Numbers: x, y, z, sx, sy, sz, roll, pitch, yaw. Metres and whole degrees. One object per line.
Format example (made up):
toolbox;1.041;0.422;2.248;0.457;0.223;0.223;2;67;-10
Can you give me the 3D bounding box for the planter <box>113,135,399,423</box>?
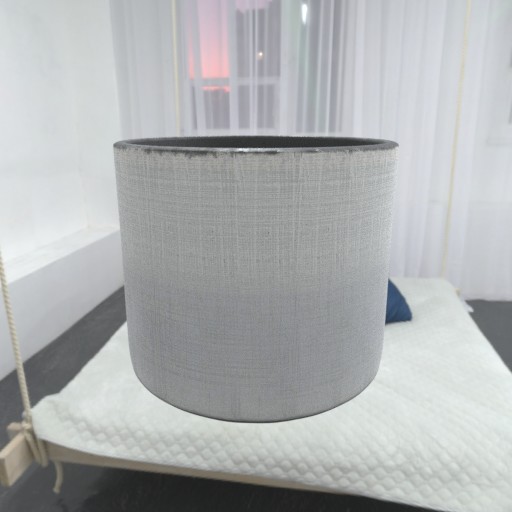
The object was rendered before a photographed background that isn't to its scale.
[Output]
planter;0.000;0.000;0.436;0.254;0.221;0.254;0;17;0
